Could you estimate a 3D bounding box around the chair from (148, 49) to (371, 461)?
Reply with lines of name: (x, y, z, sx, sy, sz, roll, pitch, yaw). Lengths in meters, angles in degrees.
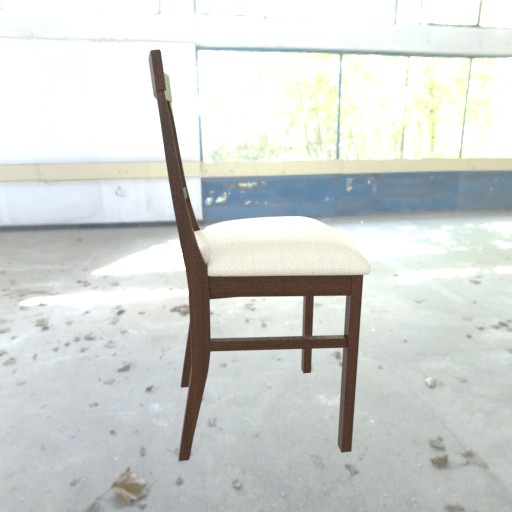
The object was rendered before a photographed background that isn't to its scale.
chair: (0.000, 0.000, 1.150, 0.480, 0.913, 0.440, -2, 16, -8)
